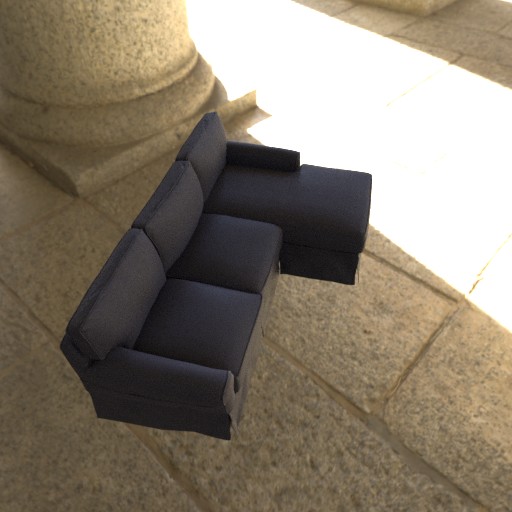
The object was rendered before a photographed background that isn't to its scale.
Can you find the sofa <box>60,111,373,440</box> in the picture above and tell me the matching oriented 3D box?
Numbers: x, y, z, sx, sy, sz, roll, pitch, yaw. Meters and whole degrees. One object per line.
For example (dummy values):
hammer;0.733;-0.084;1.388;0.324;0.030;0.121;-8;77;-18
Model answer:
sofa;0.000;0.000;3.334;1.637;1.039;2.518;10;47;10
